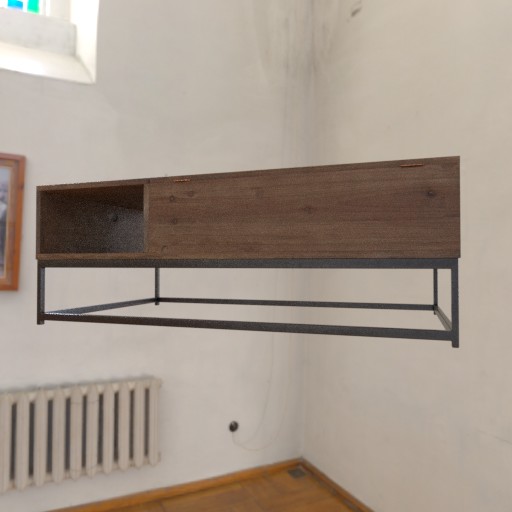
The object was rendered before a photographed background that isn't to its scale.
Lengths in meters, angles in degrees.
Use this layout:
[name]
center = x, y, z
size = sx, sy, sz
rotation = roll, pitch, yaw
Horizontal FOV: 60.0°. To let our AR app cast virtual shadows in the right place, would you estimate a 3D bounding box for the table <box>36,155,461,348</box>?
[table]
center = 0.000, 0.000, 1.386
size = 1.101, 0.395, 0.655
rotation = 0, -1, 19
